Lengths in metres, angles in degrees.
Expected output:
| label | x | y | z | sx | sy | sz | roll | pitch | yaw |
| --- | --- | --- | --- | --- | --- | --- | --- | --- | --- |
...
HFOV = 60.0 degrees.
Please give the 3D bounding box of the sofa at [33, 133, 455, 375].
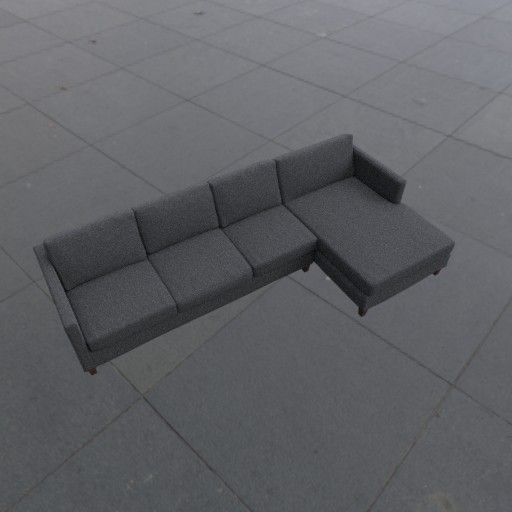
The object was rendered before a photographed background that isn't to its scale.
| label | x | y | z | sx | sy | sz | roll | pitch | yaw |
| --- | --- | --- | --- | --- | --- | --- | --- | --- | --- |
| sofa | 0.000 | 0.000 | 3.783 | 3.186 | 0.846 | 1.625 | -24 | 50 | -22 |
